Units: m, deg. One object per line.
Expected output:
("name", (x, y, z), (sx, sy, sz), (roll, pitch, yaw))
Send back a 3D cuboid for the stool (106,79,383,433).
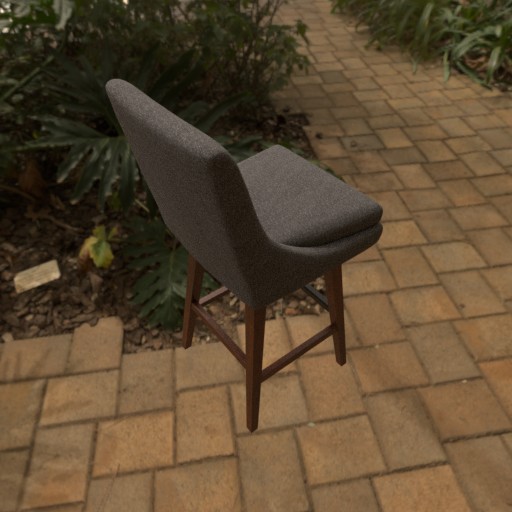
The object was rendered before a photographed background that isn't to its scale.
("stool", (0.000, 0.000, 1.350), (0.572, 1.068, 0.489), (-27, 48, -27))
